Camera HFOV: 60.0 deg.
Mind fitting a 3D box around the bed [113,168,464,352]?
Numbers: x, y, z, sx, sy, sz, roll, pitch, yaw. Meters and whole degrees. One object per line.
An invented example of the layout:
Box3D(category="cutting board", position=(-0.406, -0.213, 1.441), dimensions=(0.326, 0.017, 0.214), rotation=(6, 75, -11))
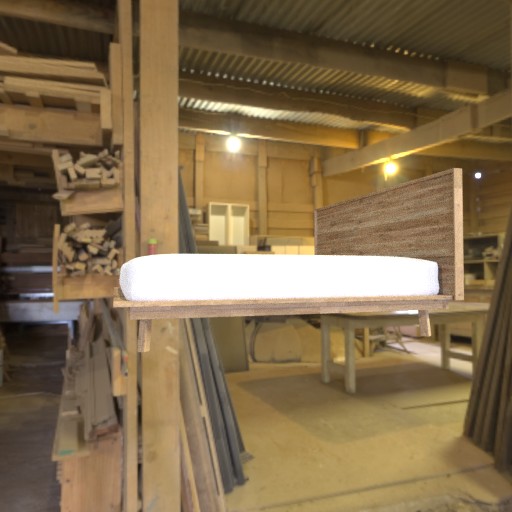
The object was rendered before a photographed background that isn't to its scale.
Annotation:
Box3D(category="bed", position=(0.000, 0.000, 3.559), dimensions=(2.167, 1.100, 2.116), rotation=(1, -2, -18))
